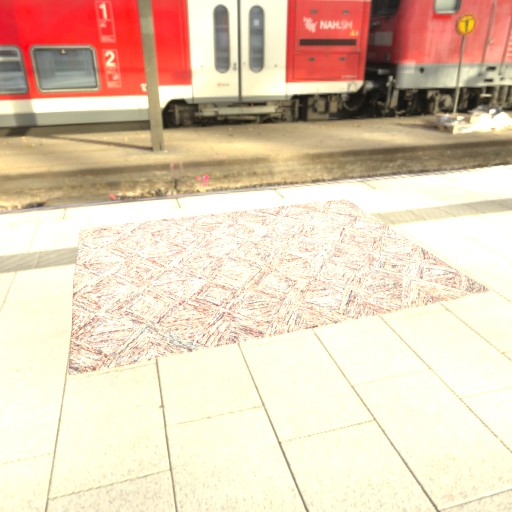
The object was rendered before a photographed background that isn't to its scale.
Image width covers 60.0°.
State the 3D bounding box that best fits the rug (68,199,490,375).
[{"bbox_3d":[0.000,0.000,4.169,3.226,0.024,2.436,-8,27,-16],"label":"rug"}]
